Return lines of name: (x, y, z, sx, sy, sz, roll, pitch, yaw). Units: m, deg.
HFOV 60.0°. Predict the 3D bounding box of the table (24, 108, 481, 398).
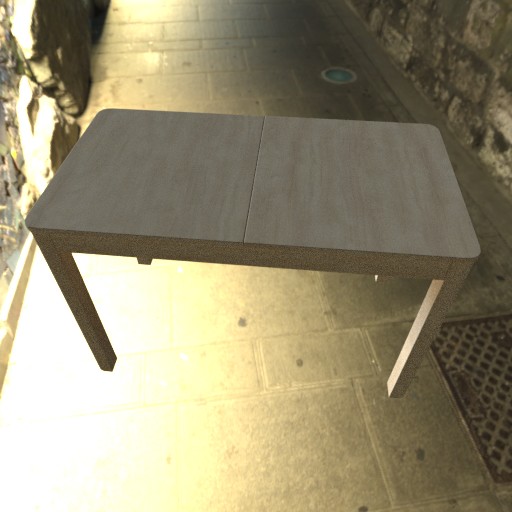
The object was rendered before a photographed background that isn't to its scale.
table: (0.000, 0.000, 1.905, 1.400, 0.900, 0.750, 4, 47, 4)
